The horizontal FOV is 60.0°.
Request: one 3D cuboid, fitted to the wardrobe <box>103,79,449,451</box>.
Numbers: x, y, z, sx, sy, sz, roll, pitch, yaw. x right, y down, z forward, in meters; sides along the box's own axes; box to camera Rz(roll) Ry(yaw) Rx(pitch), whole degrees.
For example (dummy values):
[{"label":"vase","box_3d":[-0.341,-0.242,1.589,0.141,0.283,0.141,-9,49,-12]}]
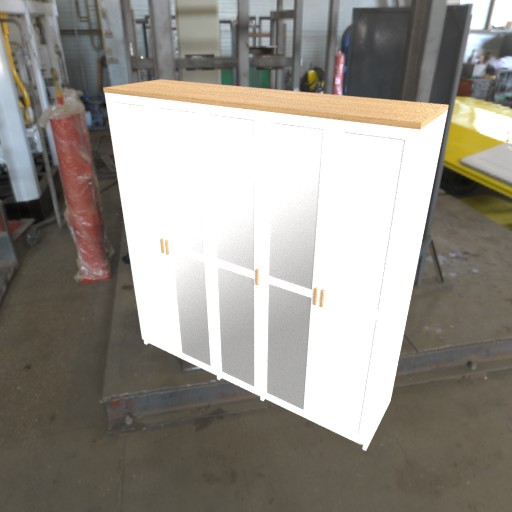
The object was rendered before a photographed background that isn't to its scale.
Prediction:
[{"label":"wardrobe","box_3d":[0.000,0.000,3.286,2.160,2.260,0.590,17,32,28]}]
